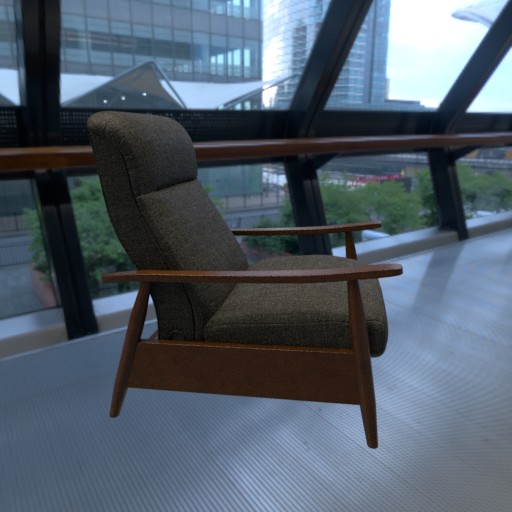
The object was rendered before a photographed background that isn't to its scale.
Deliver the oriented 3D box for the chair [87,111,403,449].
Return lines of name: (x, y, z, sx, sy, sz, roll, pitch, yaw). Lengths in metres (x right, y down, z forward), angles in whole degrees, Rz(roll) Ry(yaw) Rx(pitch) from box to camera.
chair: (0.000, 0.000, 1.757, 1.014, 1.082, 0.762, 3, 15, 10)
